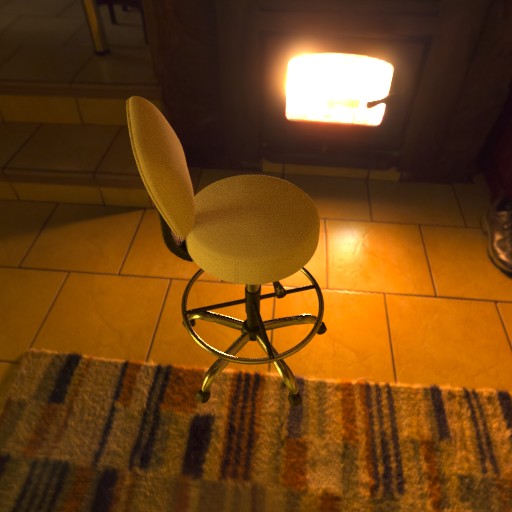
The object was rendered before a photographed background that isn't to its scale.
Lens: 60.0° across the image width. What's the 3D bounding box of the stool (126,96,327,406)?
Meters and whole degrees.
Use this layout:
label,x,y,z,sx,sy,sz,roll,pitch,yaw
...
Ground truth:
label,x,y,z,sx,sy,sz,roll,pitch,yaw
stool,0.000,0.000,1.466,0.616,1.080,0.609,-11,47,-10
